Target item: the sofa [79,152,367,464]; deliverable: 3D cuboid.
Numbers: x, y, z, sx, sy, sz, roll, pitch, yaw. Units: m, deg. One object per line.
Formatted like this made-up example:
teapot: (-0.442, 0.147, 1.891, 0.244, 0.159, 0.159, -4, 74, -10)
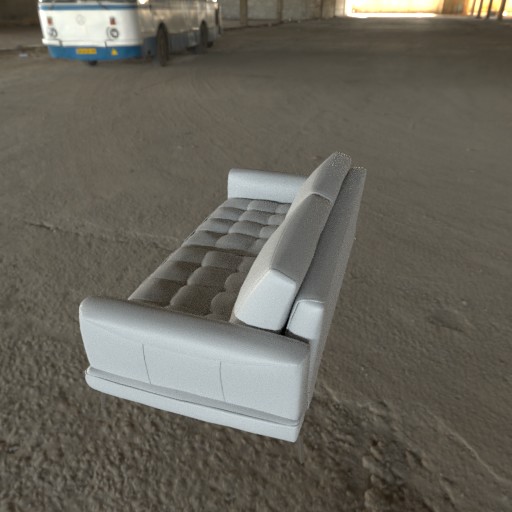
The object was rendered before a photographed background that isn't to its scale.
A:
sofa: (0.000, 0.000, 2.779, 1.121, 0.930, 2.177, 9, 31, 15)
